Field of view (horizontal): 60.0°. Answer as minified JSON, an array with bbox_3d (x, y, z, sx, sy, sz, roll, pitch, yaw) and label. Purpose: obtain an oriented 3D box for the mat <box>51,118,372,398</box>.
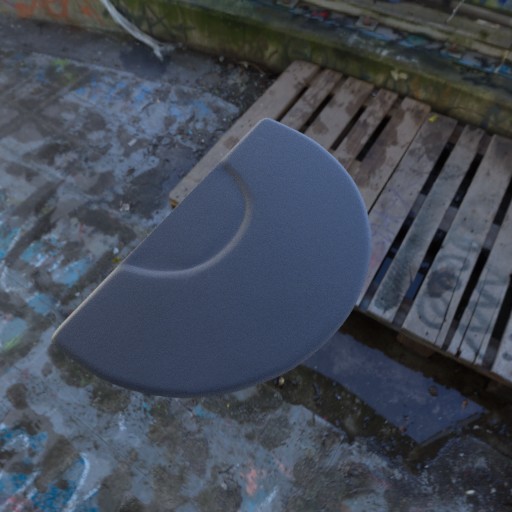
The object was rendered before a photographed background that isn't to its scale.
[{"bbox_3d":[0.000,0.000,1.896,0.917,0.016,1.525,30,63,17],"label":"mat"}]
